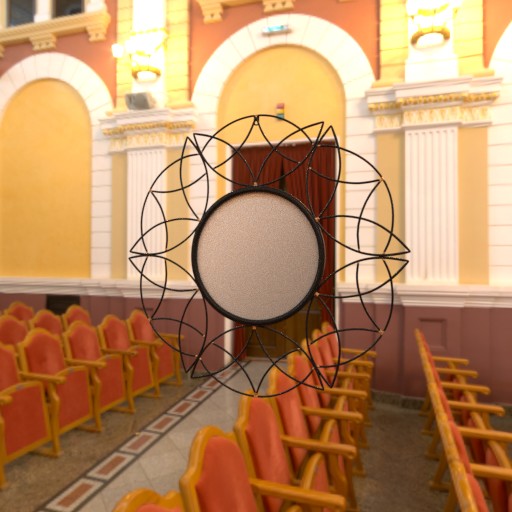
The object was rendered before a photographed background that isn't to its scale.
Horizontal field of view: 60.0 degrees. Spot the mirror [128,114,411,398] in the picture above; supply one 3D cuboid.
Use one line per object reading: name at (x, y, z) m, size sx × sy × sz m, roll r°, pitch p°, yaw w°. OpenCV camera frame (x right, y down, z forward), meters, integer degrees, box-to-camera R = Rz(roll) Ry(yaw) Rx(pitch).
mirror at (0.000, 0.000, 1.209) m, size 0.797 × 0.775 × 0.028 m, roll 0°, pitch 0°, yaw 18°
